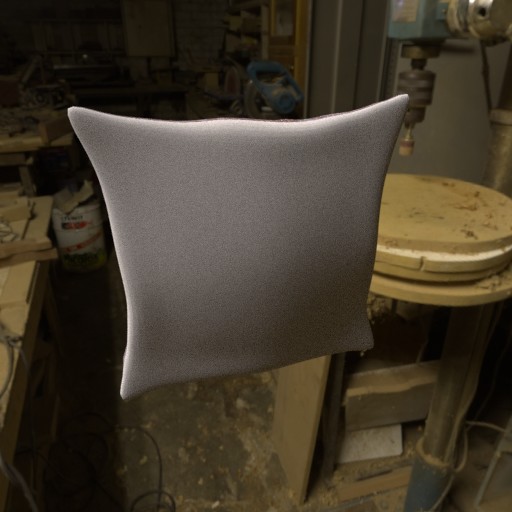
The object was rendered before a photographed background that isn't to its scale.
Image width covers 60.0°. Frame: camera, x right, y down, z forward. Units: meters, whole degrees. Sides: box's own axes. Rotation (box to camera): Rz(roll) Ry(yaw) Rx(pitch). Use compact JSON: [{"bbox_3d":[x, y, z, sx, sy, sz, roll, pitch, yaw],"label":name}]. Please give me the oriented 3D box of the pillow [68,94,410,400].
[{"bbox_3d":[0.000,0.000,0.760,0.514,0.513,0.163,-8,28,-15],"label":"pillow"}]
